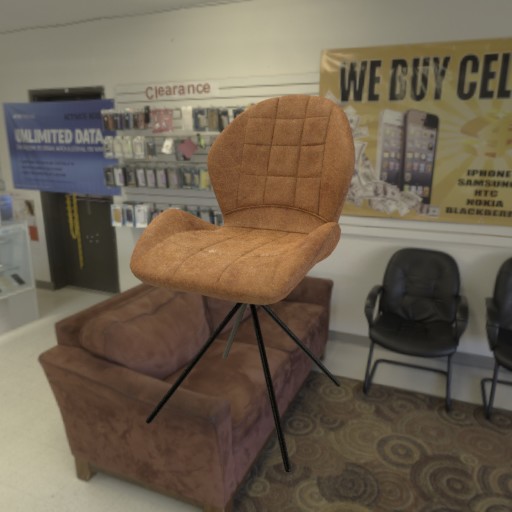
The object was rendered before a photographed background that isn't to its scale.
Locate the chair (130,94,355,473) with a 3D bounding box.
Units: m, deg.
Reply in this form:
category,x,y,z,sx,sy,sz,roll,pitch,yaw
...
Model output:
category,x,y,z,sx,sy,sz,roll,pitch,yaw
chair,0.000,0.000,1.289,0.527,0.929,0.640,7,17,25
